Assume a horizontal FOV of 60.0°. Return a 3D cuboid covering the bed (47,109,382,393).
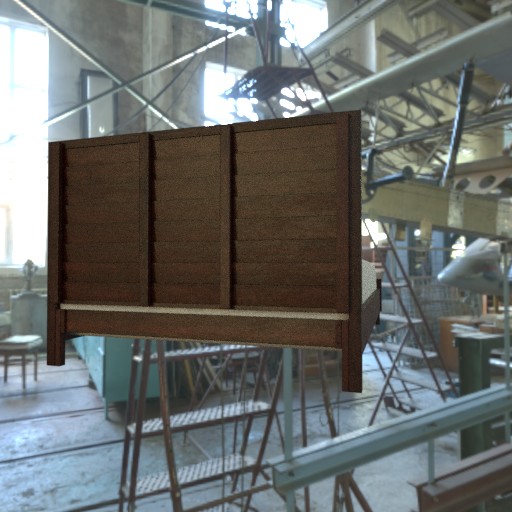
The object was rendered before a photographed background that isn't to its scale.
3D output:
[{"bbox_3d":[0.000,0.000,3.932,2.040,1.492,2.803,0,-1,18],"label":"bed"}]
